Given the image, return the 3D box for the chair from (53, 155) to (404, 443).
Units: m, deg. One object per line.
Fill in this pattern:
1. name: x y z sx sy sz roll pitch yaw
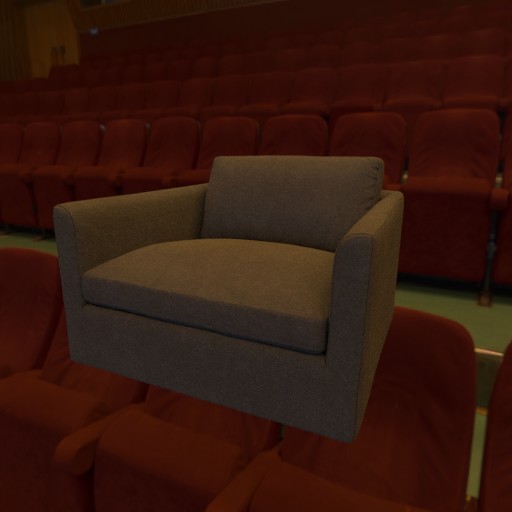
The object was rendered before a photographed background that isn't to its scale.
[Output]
1. chair: 0.000 0.000 1.905 1.190 0.845 1.091 7 16 25
